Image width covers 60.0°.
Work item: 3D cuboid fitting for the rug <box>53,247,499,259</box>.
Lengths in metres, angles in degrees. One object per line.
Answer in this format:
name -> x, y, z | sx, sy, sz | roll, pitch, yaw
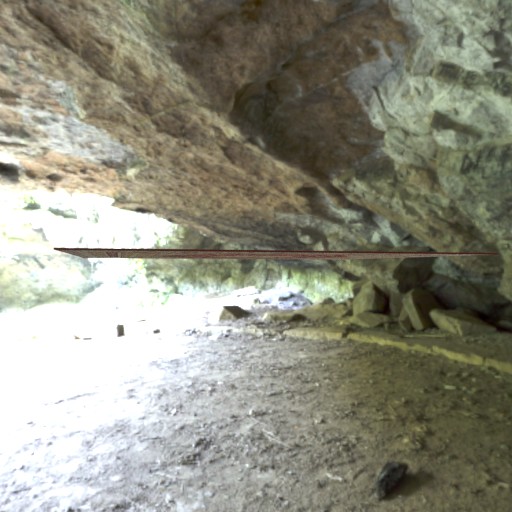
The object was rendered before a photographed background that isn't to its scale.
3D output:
rug -> 0.000, 0.000, 3.985 | 3.053, 0.013, 2.387 | 0, -1, -18
